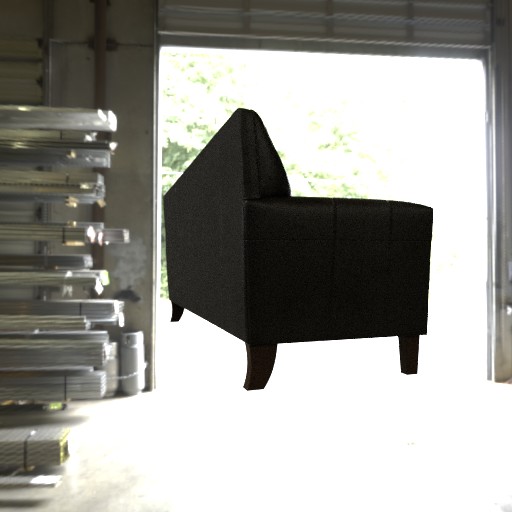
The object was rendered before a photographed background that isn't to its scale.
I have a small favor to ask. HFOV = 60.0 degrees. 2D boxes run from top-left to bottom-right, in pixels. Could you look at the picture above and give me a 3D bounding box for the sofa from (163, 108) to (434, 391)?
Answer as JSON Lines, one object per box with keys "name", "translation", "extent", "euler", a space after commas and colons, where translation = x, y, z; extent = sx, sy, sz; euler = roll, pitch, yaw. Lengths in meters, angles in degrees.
{"name": "sofa", "translation": [0.000, 0.000, 2.516], "extent": [0.805, 0.947, 2.053], "euler": [0, -1, -19]}
